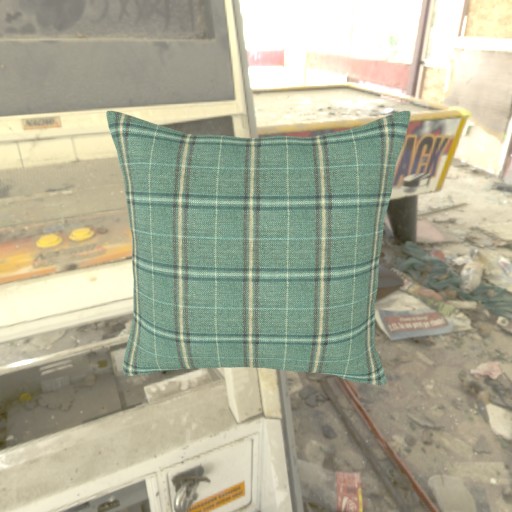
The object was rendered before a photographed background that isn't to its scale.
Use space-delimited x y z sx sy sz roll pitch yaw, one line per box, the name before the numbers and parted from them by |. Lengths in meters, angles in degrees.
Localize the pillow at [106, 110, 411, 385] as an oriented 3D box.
pillow | 0.000 0.000 0.707 0.453 0.430 0.200 1 27 1
